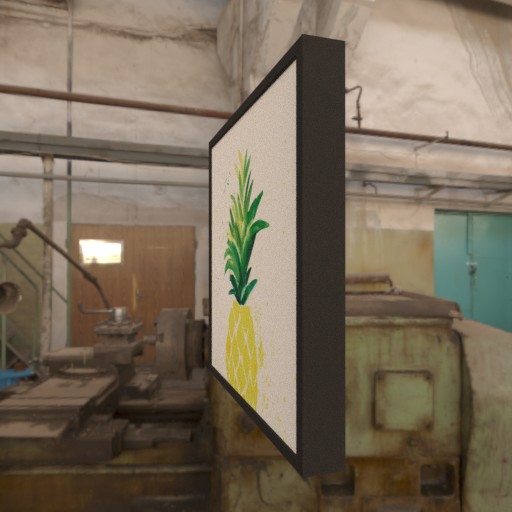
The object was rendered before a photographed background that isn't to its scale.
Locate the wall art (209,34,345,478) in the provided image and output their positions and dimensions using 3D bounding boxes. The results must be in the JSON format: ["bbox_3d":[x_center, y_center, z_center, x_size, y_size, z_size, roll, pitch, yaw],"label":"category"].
[{"bbox_3d":[0.000,0.000,0.453,0.033,0.304,0.305,0,0,-18],"label":"wall art"}]
